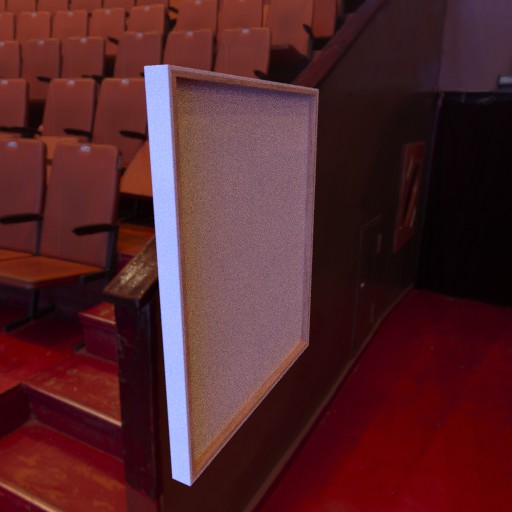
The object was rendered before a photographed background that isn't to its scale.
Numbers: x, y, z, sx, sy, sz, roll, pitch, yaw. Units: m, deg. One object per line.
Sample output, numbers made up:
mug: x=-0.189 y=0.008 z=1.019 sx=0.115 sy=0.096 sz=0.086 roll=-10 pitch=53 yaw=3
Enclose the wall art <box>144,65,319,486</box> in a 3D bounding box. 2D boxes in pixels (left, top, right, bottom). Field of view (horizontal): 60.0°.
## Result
wall art: x=0.000 y=0.000 z=0.822 sx=0.037 sy=0.606 sz=0.508 roll=9 pitch=19 yaw=26
